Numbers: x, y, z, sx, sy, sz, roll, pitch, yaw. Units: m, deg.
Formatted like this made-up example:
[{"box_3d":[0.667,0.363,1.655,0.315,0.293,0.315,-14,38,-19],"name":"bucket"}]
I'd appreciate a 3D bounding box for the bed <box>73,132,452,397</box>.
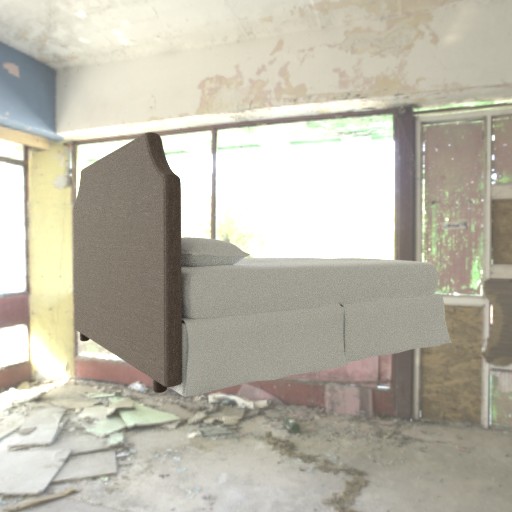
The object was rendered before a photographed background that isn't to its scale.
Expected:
[{"box_3d":[0.000,0.000,4.178,2.773,1.590,2.350,-1,1,-35],"name":"bed"}]
